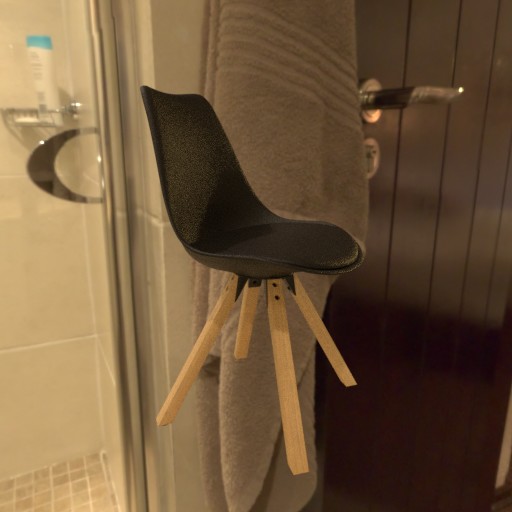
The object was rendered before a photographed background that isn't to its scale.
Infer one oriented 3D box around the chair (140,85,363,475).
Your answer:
[{"bbox_3d":[0.000,0.000,1.170,0.549,0.850,0.485,7,16,26],"label":"chair"}]
